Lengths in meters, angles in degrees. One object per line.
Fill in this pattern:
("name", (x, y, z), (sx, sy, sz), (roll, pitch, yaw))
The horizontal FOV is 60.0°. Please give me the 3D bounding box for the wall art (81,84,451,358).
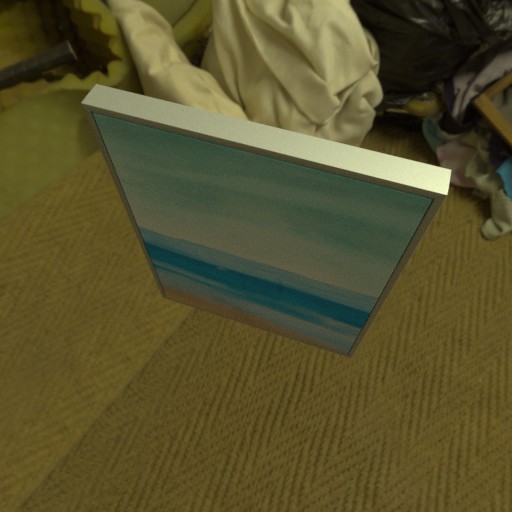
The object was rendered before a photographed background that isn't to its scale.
("wall art", (0.000, 0.000, 0.756), (0.445, 0.553, 0.039), (16, 61, 10))
